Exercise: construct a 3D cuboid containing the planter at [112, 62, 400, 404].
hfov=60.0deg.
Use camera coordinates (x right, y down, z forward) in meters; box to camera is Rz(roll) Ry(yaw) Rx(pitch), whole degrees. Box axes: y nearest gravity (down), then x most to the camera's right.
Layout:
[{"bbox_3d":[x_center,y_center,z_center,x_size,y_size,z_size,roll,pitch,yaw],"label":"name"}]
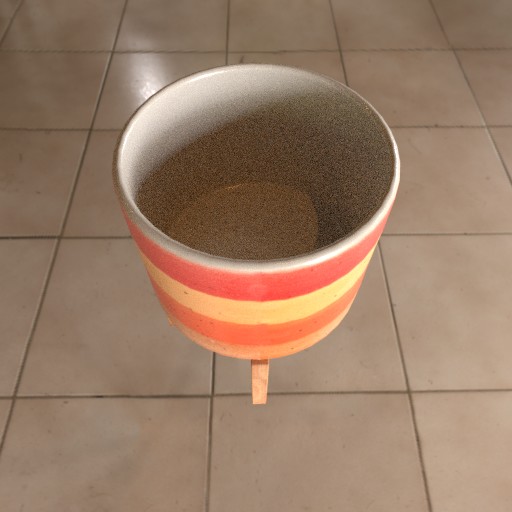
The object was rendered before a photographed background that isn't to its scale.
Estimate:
[{"bbox_3d":[0.000,0.000,0.406,0.199,0.268,0.199,0,57,0],"label":"planter"}]
